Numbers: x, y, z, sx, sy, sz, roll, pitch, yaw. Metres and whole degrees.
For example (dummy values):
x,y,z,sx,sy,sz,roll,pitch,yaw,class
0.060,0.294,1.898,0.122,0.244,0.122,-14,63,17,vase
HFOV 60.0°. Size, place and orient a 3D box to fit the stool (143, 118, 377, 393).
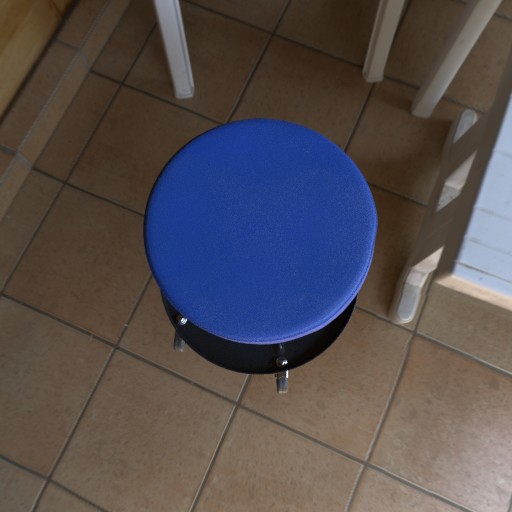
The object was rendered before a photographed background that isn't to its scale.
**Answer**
x,y,z,sx,sy,sz,roll,pitch,yaw,class
0.000,0.000,0.685,0.382,0.365,0.381,17,77,4,stool
